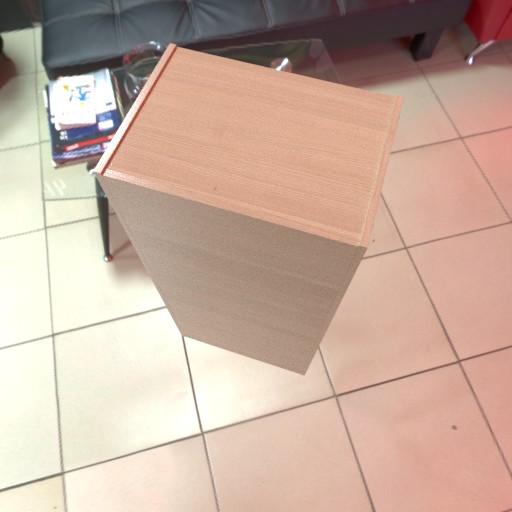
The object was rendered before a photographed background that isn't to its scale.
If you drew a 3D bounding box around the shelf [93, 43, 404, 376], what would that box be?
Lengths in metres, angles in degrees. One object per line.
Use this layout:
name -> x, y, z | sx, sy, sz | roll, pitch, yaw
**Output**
shelf -> 0.000, 0.000, 1.085 | 0.417, 0.876, 0.292 | 16, 65, 8
